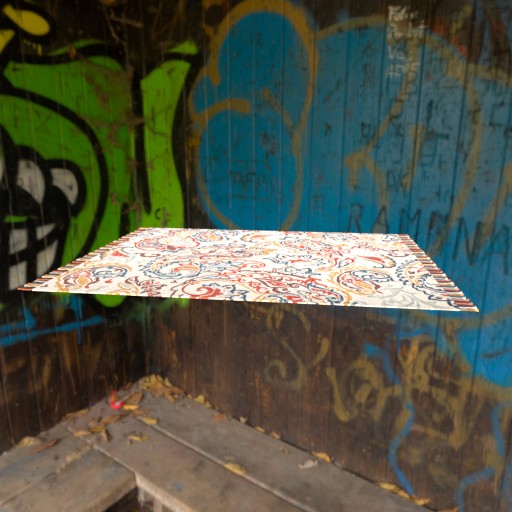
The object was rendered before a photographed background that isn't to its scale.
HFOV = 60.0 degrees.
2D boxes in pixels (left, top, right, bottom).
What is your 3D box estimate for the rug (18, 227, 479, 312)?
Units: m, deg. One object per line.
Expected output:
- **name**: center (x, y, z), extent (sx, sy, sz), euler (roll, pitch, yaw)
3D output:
- **rug**: center (0.000, 0.000, 4.276), extent (3.274, 0.015, 2.439), euler (2, 15, 7)
